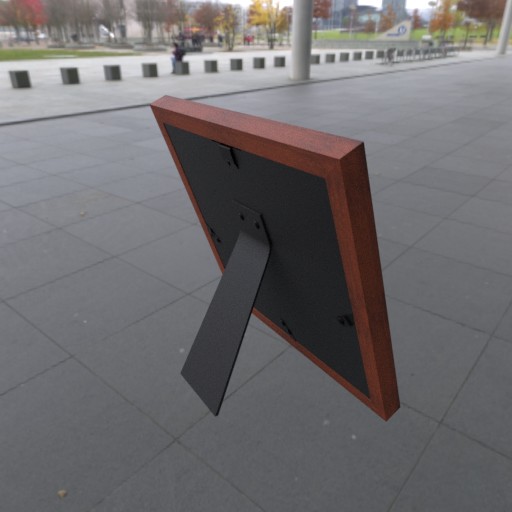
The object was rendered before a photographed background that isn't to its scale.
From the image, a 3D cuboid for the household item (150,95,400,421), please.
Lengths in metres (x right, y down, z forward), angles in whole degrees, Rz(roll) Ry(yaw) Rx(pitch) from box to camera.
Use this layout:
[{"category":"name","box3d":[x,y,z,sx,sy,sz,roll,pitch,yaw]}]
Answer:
[{"category":"household item","box3d":[0.000,0.000,0.379,0.131,0.240,0.240,-18,32,-31]}]
